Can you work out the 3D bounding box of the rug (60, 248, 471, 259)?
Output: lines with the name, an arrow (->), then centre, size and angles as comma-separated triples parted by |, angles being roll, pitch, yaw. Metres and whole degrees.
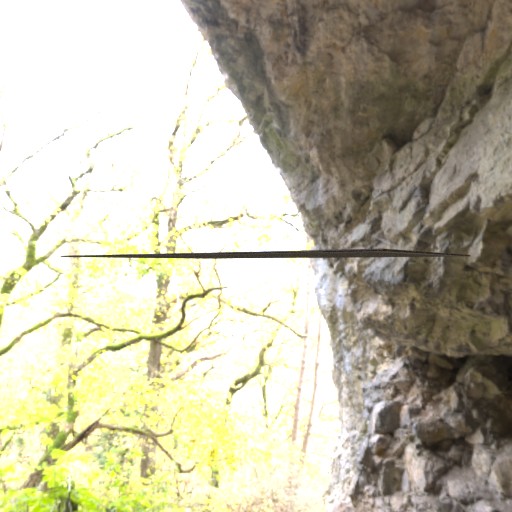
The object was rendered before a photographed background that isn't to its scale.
rug -> 0.000, 0.000, 3.114 | 2.457, 0.012, 1.541 | -1, -1, 38
